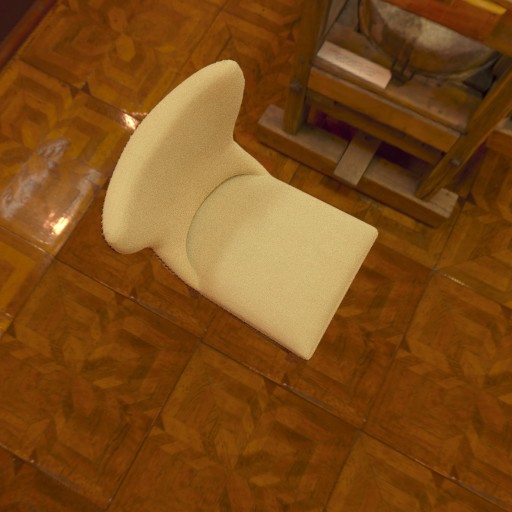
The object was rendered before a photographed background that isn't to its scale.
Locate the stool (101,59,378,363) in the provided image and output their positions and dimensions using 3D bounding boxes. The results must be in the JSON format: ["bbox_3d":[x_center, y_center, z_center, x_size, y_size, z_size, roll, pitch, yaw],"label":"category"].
[{"bbox_3d":[0.000,0.000,1.430,0.606,1.123,0.494,30,78,7],"label":"stool"}]
